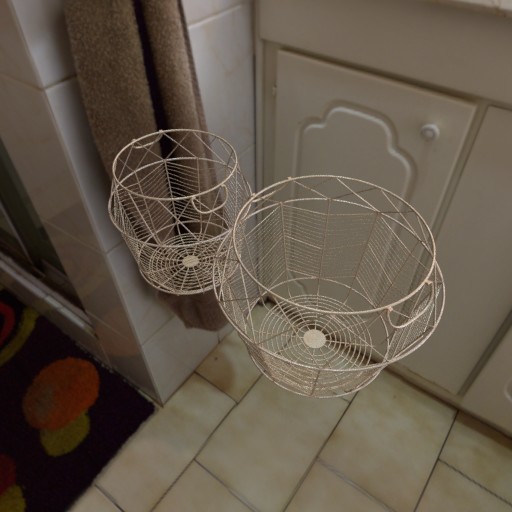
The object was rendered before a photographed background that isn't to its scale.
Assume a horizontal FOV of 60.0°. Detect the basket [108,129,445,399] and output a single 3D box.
[{"bbox_3d":[0.000,0.000,1.006,0.805,0.343,0.451,30,53,26],"label":"basket"}]
